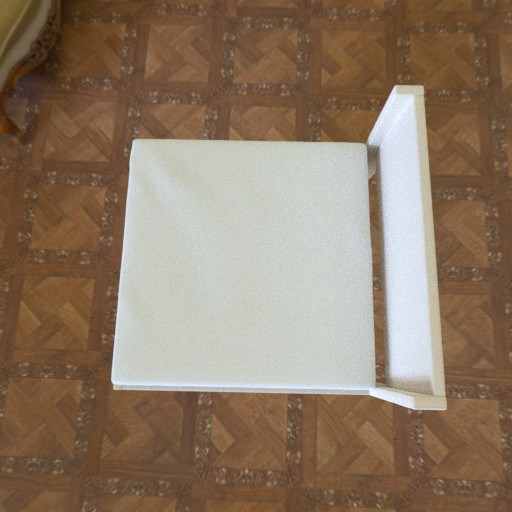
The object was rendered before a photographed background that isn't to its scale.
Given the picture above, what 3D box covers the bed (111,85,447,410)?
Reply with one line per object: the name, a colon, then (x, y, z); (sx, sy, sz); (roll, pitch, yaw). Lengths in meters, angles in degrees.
bed: (0.000, 0.000, 3.539); (2.293, 1.471, 2.145); (1, 77, 0)
